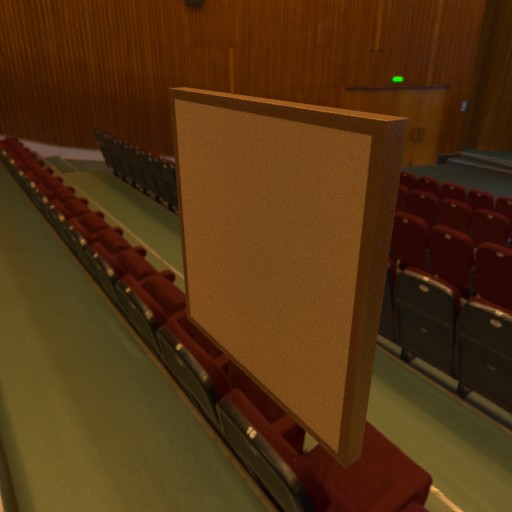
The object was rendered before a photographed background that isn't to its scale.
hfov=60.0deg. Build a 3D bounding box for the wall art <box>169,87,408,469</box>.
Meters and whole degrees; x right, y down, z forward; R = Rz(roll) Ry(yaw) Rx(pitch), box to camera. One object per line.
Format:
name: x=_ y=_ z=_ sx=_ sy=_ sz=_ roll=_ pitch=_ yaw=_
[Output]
wall art: x=0.000 y=0.000 z=0.759 sx=0.033 sy=0.509 sz=0.510 roll=-17 pitch=30 yaw=-32
